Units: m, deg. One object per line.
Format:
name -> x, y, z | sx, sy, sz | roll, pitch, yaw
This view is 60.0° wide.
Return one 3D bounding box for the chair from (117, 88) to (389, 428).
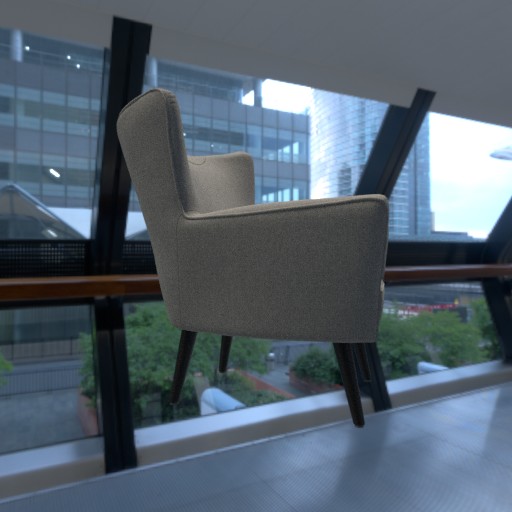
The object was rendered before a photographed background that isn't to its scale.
chair -> 0.000, 0.000, 1.541 | 0.888, 0.933, 0.781 | 0, -1, 17
